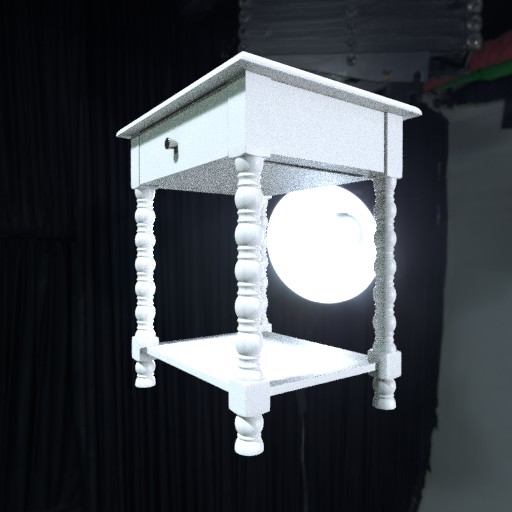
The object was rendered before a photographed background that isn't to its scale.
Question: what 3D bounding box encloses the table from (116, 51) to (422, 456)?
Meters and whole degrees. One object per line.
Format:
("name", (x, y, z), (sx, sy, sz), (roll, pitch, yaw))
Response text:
("table", (0.000, 0.000, 0.847), (0.381, 0.531, 0.460), (0, 1, -36))
